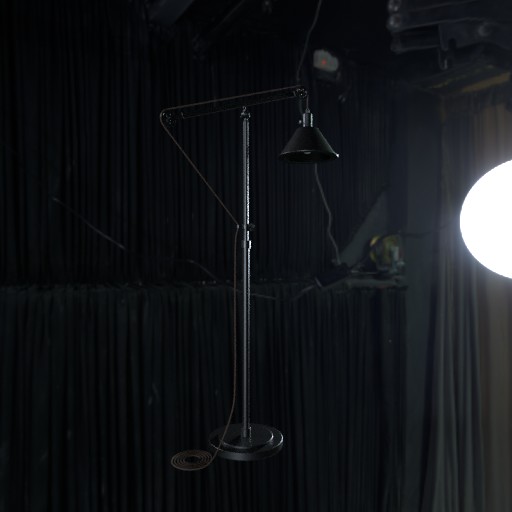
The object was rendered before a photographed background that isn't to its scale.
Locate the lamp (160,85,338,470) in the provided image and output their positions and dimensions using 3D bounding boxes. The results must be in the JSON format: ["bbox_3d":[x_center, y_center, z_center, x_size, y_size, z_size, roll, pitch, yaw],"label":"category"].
[{"bbox_3d":[0.000,0.000,1.951,0.904,1.626,0.319,0,0,-36],"label":"lamp"}]
